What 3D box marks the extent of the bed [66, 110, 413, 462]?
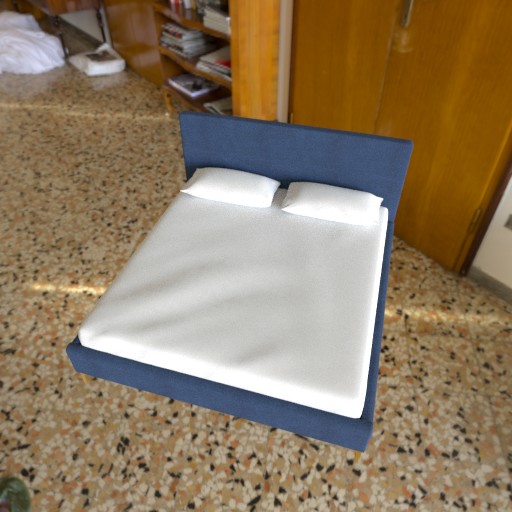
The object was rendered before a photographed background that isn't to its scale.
[{"bbox_3d":[0.000,0.000,3.500,2.096,1.231,2.232,11,43,12],"label":"bed"}]
